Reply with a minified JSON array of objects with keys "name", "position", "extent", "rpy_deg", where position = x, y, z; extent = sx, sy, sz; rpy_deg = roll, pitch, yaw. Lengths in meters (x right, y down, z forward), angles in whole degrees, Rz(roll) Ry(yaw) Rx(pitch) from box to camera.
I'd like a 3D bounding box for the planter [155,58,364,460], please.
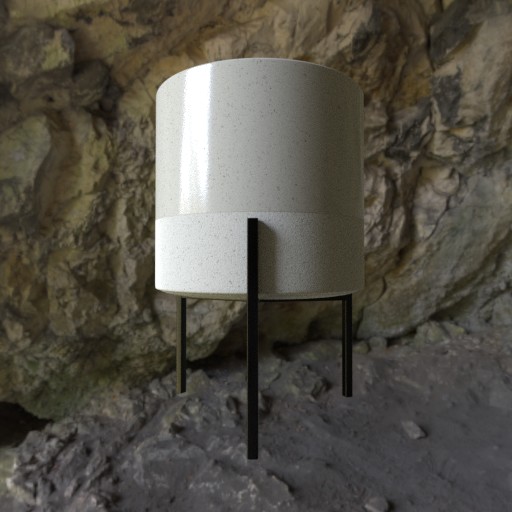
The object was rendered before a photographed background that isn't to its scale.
[{"name":"planter","position":[0.000,0.000,0.333],"extent":[0.159,0.230,0.152],"rpy_deg":[-1,-1,34]}]
